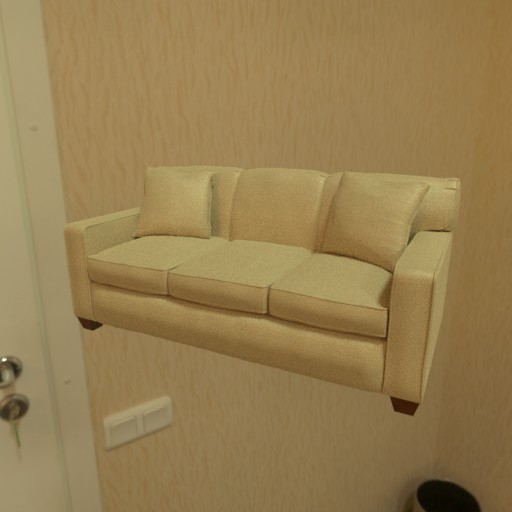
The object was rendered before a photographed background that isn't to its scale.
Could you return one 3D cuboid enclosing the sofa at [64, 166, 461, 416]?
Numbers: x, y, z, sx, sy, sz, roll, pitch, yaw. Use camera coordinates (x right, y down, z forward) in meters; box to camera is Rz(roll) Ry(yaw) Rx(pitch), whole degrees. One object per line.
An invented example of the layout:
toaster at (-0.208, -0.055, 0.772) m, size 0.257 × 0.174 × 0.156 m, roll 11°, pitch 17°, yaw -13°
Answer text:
sofa at (0.000, 0.000, 2.535) m, size 2.024 × 0.958 × 0.997 m, roll 8°, pitch 18°, yaw 25°
